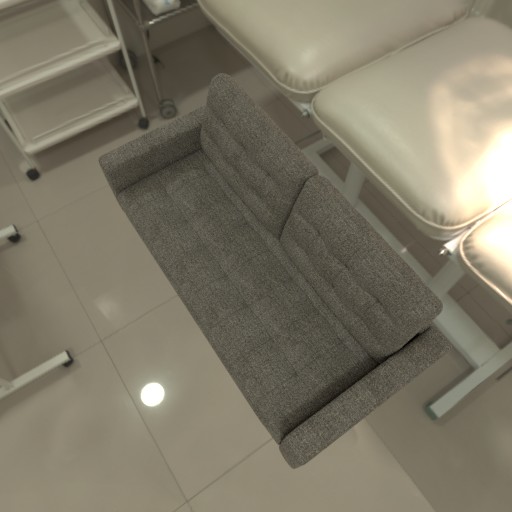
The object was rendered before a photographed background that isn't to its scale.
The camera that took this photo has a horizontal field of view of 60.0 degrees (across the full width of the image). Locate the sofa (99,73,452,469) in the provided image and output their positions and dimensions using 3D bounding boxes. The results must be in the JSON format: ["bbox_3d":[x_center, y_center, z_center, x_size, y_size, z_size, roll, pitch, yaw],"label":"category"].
[{"bbox_3d":[0.000,0.000,2.274,0.863,0.902,1.821,-31,67,-15],"label":"sofa"}]
